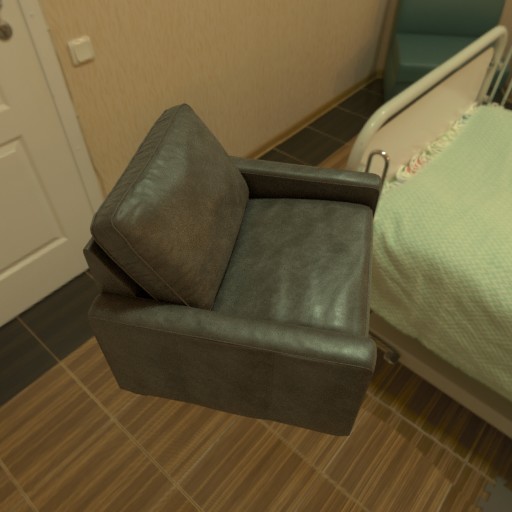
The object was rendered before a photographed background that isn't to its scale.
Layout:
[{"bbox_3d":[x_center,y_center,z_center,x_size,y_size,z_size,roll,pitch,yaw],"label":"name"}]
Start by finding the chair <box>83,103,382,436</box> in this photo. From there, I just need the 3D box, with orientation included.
[{"bbox_3d":[0.000,0.000,1.782,0.939,0.916,1.006,9,48,8],"label":"chair"}]
